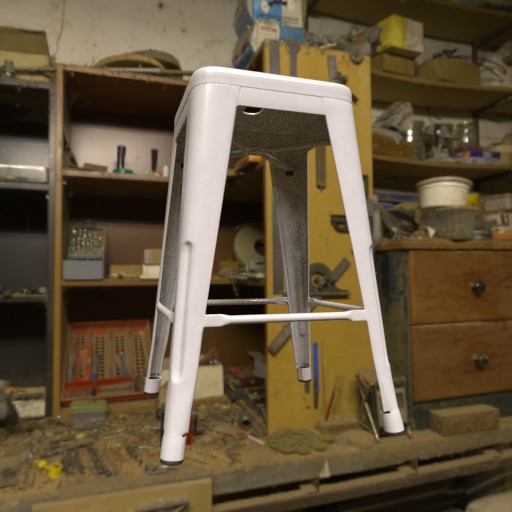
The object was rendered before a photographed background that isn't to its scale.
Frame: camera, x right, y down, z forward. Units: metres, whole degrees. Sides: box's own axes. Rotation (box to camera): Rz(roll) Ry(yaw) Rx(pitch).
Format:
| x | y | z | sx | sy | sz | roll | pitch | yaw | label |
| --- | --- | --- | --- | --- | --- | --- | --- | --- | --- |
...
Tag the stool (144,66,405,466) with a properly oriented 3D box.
| x | y | z | sx | sy | sz | roll | pitch | yaw | label |
| --- | --- | --- | --- | --- | --- | --- | --- | --- | --- |
| 0.000 | 0.000 | 0.879 | 0.406 | 0.610 | 0.406 | 1 | -2 | -18 | stool |
